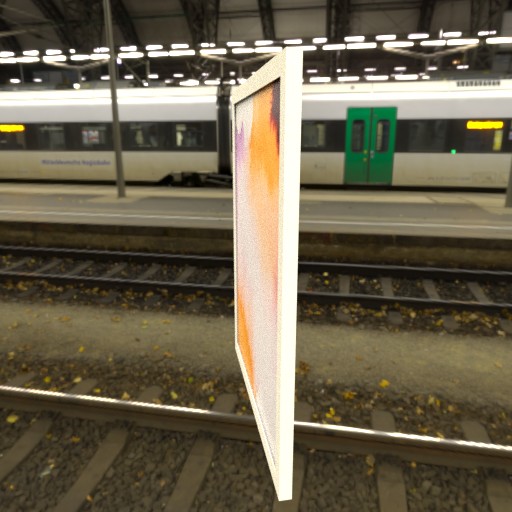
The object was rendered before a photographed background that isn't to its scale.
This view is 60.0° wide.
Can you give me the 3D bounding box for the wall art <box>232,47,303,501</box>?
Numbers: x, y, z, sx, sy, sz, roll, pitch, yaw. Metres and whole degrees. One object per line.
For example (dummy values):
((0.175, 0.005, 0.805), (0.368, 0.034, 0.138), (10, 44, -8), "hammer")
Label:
((0.000, 0.000, 1.075), (0.026, 0.811, 0.661), (-3, 15, -10), "wall art")
